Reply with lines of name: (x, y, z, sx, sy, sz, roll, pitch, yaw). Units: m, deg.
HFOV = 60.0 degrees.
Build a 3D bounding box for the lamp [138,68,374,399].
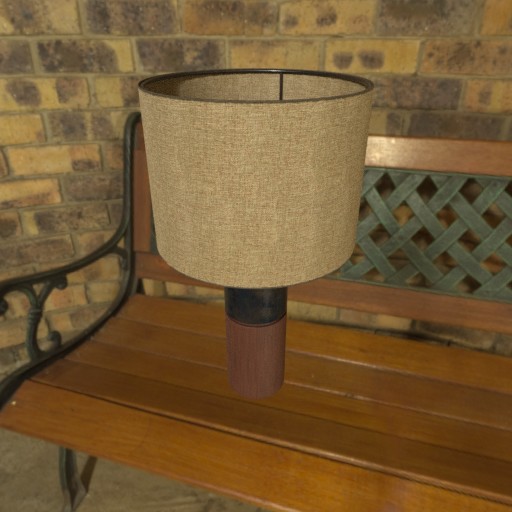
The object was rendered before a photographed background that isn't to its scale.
lamp: (0.000, 0.000, 0.472, 0.202, 0.350, 0.202, 0, 29, 0)
